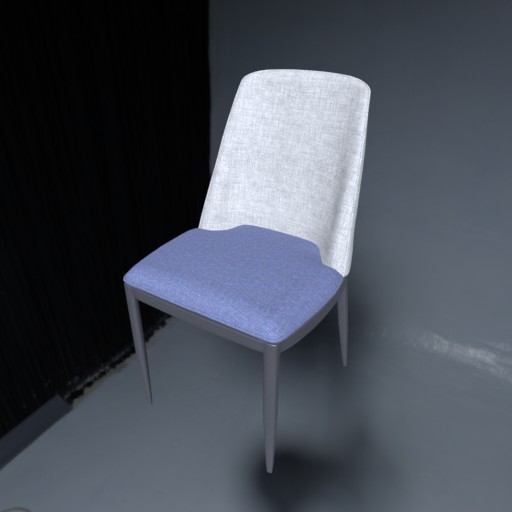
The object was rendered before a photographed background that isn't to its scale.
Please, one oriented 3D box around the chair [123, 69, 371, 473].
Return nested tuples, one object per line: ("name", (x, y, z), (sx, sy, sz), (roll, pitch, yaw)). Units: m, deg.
("chair", (0.000, 0.000, 1.164), (0.488, 0.855, 0.550), (17, 34, 28))
